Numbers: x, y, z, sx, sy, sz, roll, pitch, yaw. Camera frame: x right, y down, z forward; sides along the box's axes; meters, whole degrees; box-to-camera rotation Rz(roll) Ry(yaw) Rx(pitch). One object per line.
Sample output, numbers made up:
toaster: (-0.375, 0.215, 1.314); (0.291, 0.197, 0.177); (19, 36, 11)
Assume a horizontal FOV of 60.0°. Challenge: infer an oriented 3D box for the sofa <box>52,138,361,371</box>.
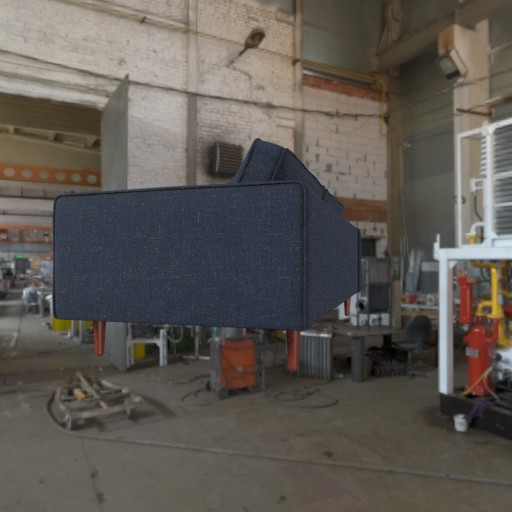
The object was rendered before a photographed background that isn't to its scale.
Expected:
sofa: (0.000, 0.000, 2.273); (0.914, 0.762, 1.880); (0, -1, 18)
